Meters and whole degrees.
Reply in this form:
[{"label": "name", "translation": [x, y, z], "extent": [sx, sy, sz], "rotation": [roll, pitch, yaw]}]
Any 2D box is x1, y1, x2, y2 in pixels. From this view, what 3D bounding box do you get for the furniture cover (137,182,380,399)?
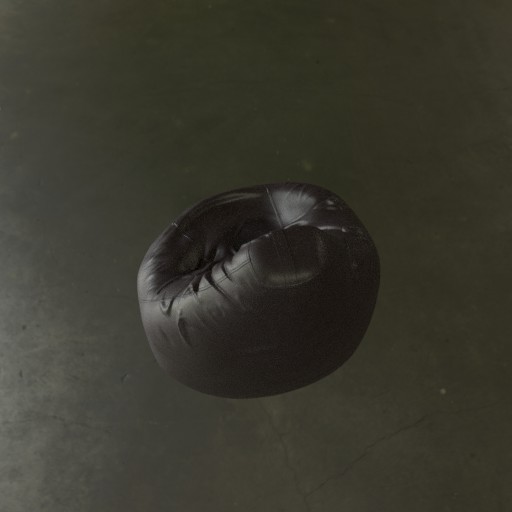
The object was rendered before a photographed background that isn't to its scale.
[{"label": "furniture cover", "translation": [0.000, 0.000, 1.903], "extent": [1.070, 0.990, 1.070], "rotation": [-16, 59, -10]}]
